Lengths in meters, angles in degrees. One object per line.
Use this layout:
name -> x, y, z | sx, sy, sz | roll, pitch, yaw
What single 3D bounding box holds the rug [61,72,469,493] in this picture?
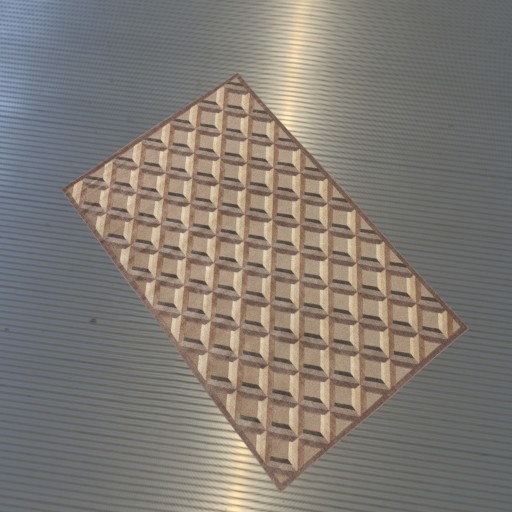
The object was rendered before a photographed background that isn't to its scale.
rug -> 0.000, 0.000, 2.033 | 1.066, 0.011, 1.677 | -37, 78, -9
